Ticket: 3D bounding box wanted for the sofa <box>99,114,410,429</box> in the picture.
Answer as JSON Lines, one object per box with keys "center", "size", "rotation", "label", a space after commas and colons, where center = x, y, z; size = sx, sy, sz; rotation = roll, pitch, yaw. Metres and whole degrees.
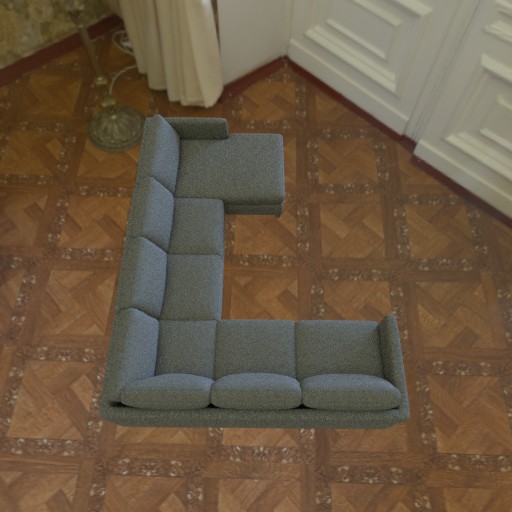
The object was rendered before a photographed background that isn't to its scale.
{"center": [0.000, 0.000, 4.505], "size": [2.551, 0.853, 3.238], "rotation": [0, 63, 0], "label": "sofa"}
